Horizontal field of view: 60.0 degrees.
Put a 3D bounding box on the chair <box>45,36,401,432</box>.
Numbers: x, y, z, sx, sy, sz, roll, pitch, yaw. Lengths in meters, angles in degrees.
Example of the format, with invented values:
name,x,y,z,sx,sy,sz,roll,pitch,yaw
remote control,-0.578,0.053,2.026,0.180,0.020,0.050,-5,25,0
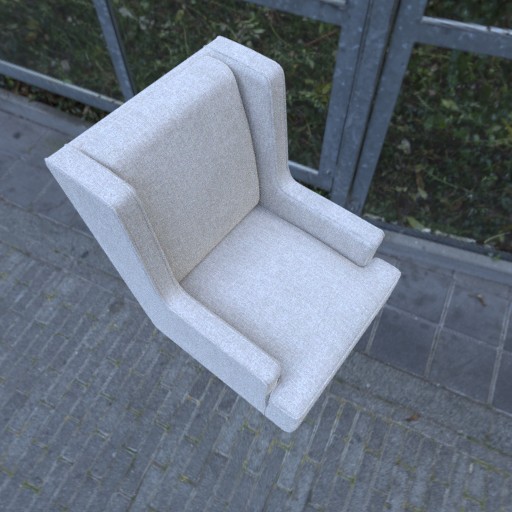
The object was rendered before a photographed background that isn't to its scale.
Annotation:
name,x,y,z,sx,sy,sz,roll,pitch,yaw
chair,0.000,0.000,1.697,0.948,1.082,0.764,34,64,19
